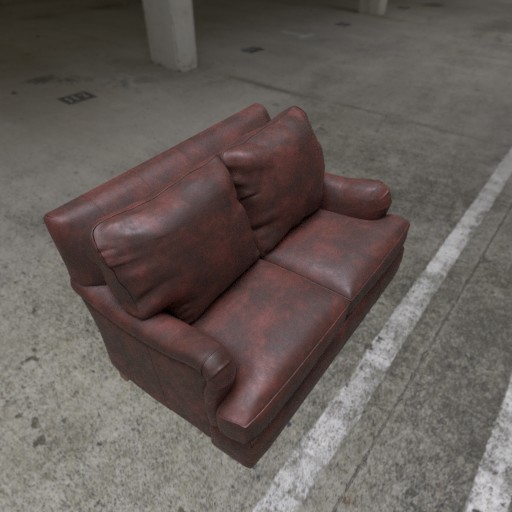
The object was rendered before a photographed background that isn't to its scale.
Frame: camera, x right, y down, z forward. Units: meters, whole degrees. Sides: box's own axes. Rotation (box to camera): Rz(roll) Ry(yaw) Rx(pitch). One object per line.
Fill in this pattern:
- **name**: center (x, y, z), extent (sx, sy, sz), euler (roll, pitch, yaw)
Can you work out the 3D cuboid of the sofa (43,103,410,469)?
- **sofa**: center (0.000, 0.000, 2.346), extent (1.148, 1.070, 1.628), euler (26, 47, 27)
